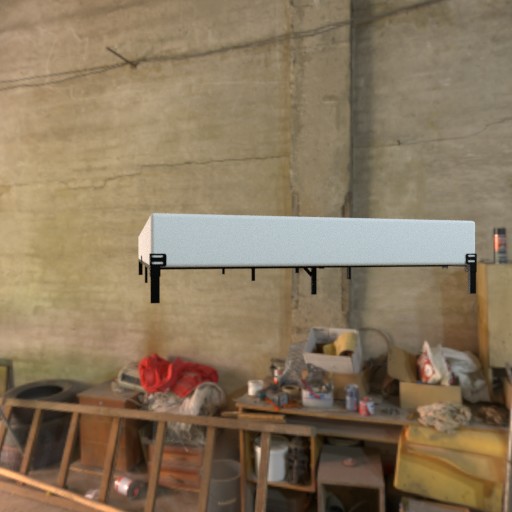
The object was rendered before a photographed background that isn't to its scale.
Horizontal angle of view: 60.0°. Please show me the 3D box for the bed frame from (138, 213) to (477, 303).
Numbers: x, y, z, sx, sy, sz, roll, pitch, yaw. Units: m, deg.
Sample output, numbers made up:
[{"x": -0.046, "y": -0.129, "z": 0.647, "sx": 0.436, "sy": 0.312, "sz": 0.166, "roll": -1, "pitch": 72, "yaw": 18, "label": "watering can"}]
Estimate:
[{"x": 0.000, "y": 0.000, "z": 3.846, "sx": 1.930, "sy": 0.440, "sz": 2.987, "roll": 0, "pitch": 0, "yaw": -16, "label": "bed frame"}]
